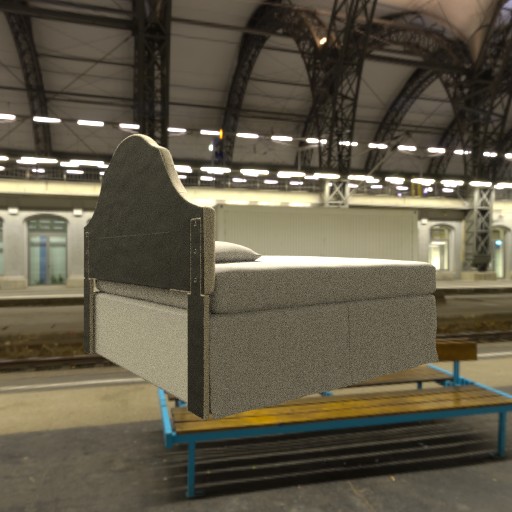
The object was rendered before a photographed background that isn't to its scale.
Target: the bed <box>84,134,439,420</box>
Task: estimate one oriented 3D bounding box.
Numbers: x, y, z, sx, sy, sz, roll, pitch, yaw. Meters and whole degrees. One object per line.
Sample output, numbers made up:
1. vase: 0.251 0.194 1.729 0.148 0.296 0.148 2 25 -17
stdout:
1. bed: 0.000 0.000 3.497 2.086 1.555 2.012 0 0 -37
